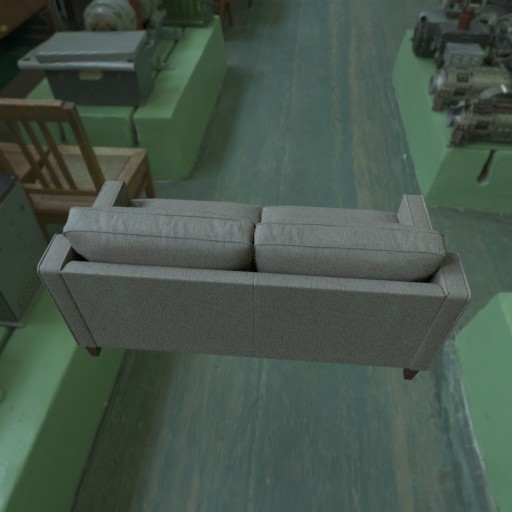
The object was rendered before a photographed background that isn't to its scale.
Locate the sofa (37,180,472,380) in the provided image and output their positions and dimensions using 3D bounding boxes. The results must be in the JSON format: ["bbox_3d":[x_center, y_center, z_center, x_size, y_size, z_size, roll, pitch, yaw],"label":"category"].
[{"bbox_3d":[0.000,0.000,2.817,2.181,1.074,1.073,3,47,3],"label":"sofa"}]
